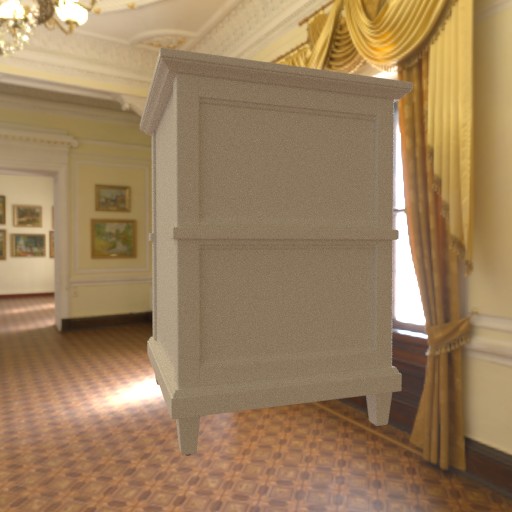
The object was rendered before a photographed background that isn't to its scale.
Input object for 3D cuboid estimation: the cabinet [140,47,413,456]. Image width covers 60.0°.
[{"bbox_3d":[0.000,0.000,1.156,0.547,0.775,0.544,-1,2,-18],"label":"cabinet"}]
